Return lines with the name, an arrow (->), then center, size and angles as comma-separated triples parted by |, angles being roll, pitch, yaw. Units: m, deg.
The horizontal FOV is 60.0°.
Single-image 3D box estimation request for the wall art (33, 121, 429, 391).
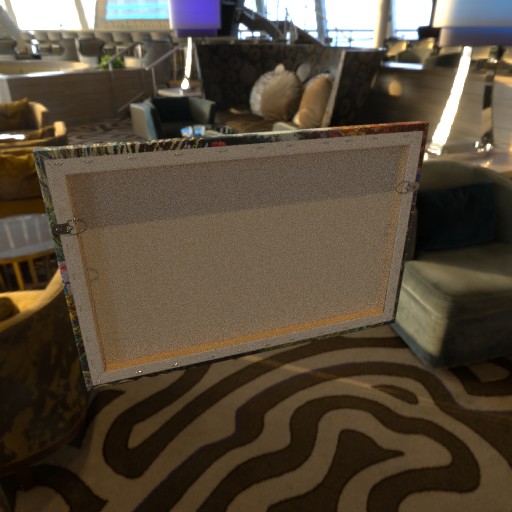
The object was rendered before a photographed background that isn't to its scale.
wall art -> 0.000, 0.000, 1.406 | 1.136, 0.760, 0.042 | -9, 28, -17
